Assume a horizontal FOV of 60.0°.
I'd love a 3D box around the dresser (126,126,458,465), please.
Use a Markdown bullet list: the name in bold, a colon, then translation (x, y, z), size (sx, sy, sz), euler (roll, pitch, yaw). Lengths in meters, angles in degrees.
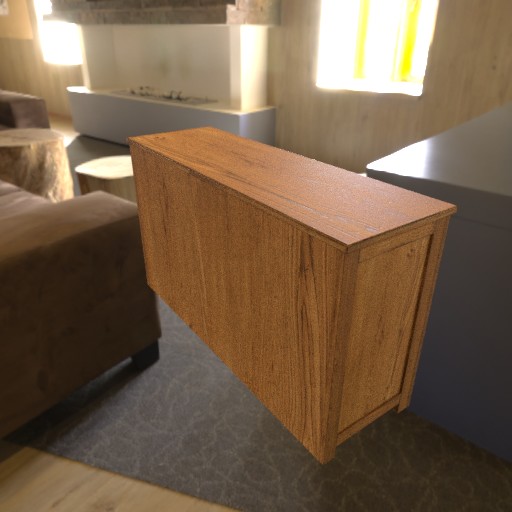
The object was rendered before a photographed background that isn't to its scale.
- **dresser**: translation (0.000, 0.000, 2.185), size (0.563, 0.932, 1.657), euler (-18, 33, -31)
